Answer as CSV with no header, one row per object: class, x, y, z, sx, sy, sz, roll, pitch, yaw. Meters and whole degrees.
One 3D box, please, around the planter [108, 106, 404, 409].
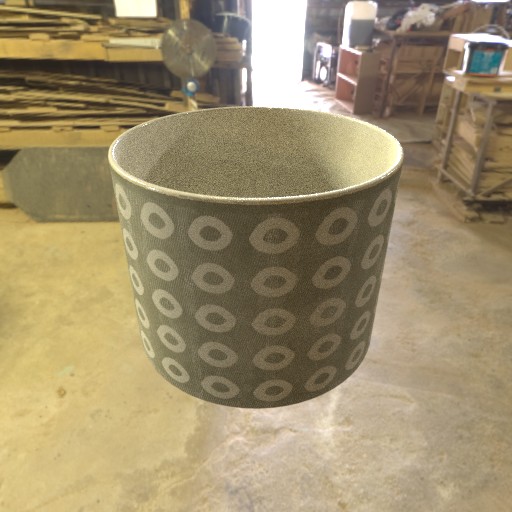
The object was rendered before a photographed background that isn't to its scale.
planter,0.000,0.000,0.451,0.250,0.239,0.250,0,32,0
